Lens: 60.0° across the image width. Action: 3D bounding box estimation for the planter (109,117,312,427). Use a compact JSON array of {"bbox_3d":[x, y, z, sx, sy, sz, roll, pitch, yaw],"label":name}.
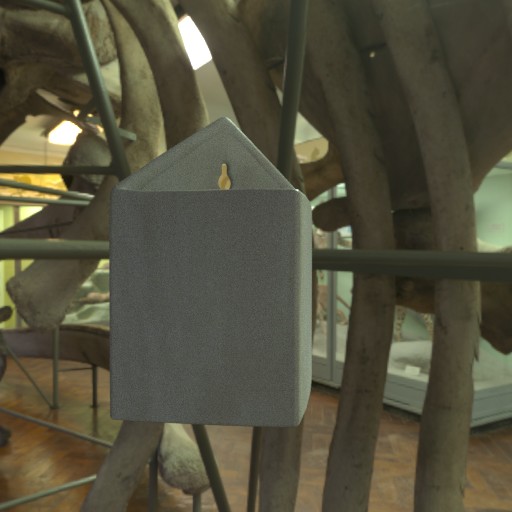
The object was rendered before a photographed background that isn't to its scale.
[{"bbox_3d":[0.000,0.000,0.282,0.163,0.194,0.080,-1,1,-37],"label":"planter"}]
